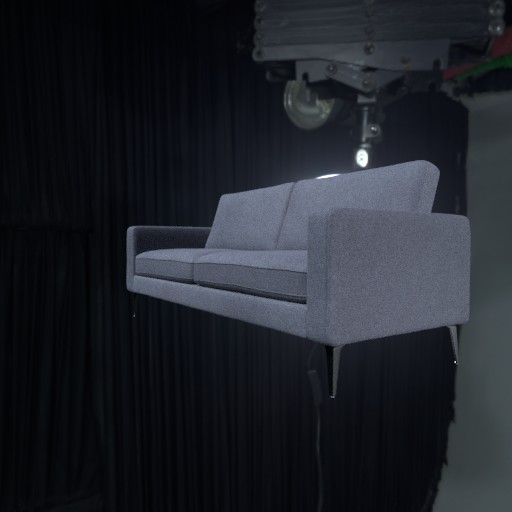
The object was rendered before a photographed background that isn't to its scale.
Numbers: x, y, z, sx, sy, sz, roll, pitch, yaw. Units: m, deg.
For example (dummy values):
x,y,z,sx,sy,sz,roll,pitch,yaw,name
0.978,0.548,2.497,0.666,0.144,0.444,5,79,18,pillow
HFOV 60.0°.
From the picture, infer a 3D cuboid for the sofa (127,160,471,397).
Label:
x,y,z,sx,sy,sz,roll,pitch,yaw,name
0.000,0.000,2.337,0.774,0.828,1.925,-1,2,-34,sofa
